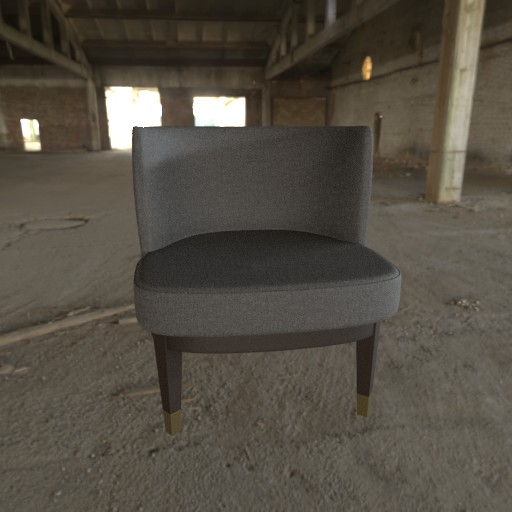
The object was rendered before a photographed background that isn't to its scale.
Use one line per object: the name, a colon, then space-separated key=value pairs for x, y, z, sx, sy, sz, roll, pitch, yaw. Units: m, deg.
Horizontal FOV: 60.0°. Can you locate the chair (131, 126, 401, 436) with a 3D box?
chair: x=0.000 y=0.000 z=1.233 sx=0.639 sy=0.695 sz=0.698 roll=-2 pitch=16 yaw=-8
